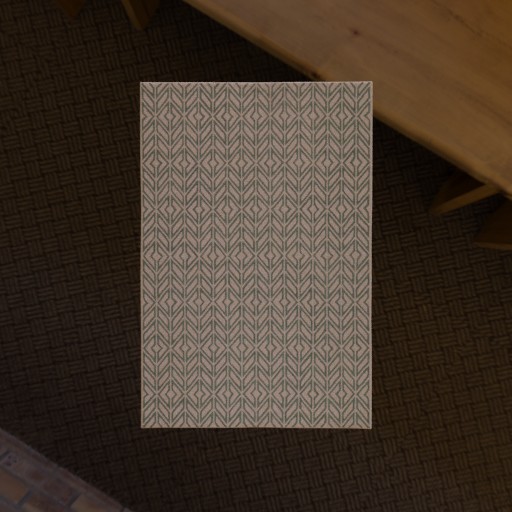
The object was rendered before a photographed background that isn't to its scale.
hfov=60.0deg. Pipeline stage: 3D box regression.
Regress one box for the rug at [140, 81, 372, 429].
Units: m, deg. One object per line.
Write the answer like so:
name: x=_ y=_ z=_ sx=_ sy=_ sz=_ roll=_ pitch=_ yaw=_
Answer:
rug: x=0.000 y=0.000 z=2.340 sx=1.220 sy=0.007 sz=1.828 roll=0 pitch=91 yaw=0
